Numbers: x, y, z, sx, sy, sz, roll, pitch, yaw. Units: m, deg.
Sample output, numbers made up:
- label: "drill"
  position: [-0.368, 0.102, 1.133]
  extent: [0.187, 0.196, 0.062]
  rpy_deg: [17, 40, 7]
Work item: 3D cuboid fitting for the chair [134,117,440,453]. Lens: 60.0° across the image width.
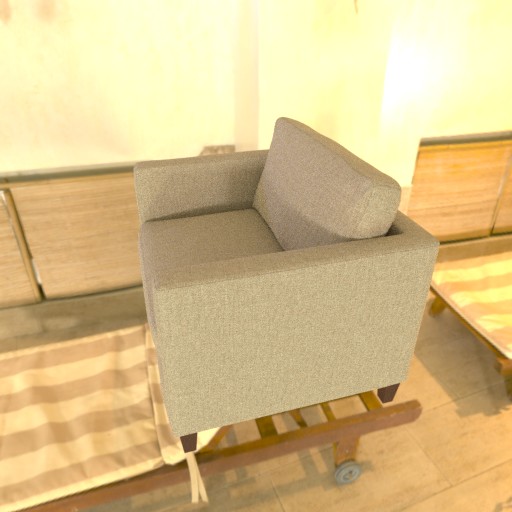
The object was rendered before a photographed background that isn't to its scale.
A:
- label: "chair"
  position: [0.000, 0.000, 1.891]
  extent: [0.959, 0.961, 1.107]
  rpy_deg: [-9, 32, -14]
